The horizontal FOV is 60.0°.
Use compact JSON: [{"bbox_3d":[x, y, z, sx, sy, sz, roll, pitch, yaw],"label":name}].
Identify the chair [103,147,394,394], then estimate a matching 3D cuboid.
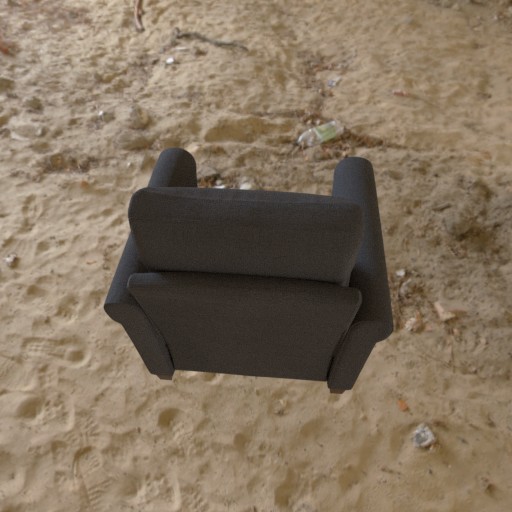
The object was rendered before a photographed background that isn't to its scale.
[{"bbox_3d":[0.000,0.000,1.602,0.867,0.942,0.828,4,47,3],"label":"chair"}]
